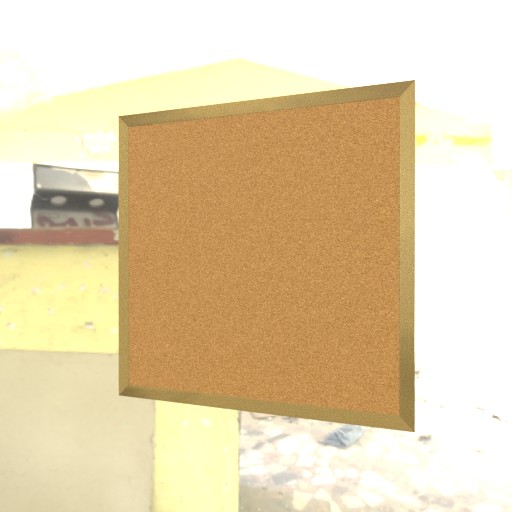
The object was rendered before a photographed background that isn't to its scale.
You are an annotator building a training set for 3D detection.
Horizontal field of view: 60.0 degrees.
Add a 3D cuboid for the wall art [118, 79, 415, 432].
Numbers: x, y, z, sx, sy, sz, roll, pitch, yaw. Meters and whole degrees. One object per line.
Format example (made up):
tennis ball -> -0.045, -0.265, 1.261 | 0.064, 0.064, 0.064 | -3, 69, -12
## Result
wall art -> 0.000, 0.000, 0.451 | 0.304, 0.305, 0.038 | 0, 0, 19
